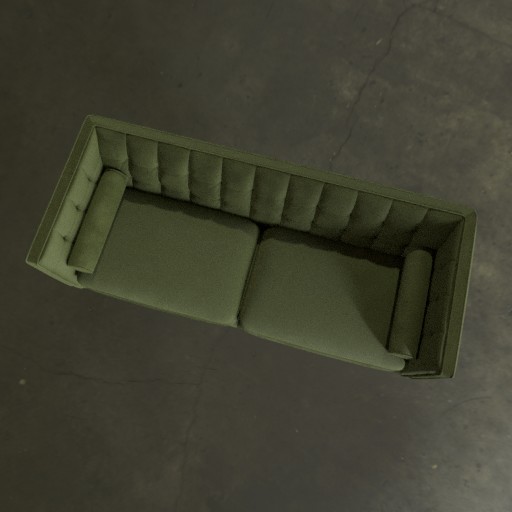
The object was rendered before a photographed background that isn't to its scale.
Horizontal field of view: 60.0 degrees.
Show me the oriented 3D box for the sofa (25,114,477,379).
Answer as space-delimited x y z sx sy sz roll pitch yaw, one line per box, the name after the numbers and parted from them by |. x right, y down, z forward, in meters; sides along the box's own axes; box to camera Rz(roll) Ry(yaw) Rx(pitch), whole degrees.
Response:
0.000 0.000 2.504 2.087 0.789 0.867 15 75 4 | sofa
